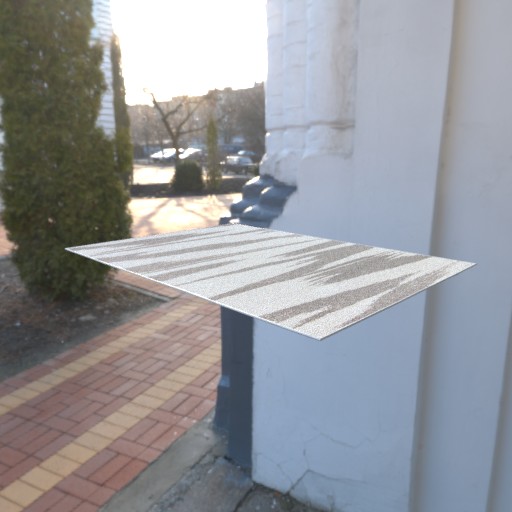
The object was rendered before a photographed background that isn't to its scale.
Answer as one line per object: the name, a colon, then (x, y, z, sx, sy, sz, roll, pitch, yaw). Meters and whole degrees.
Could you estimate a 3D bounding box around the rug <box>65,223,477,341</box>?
rug: (0.000, 0.000, 2.797, 2.142, 0.010, 1.533, 13, 18, 43)
